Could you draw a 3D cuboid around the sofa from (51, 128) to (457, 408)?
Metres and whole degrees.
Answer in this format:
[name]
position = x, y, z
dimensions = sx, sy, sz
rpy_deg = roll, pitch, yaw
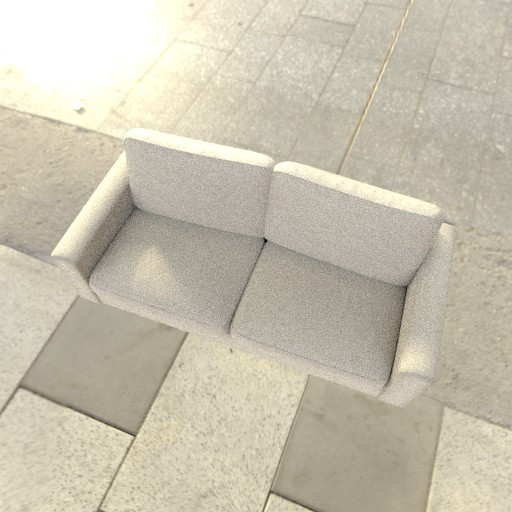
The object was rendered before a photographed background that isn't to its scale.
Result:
[sofa]
position = 0.000, 0.000, 2.668
dimensions = 2.179, 0.873, 1.016
rpy_deg = 17, 60, 10
